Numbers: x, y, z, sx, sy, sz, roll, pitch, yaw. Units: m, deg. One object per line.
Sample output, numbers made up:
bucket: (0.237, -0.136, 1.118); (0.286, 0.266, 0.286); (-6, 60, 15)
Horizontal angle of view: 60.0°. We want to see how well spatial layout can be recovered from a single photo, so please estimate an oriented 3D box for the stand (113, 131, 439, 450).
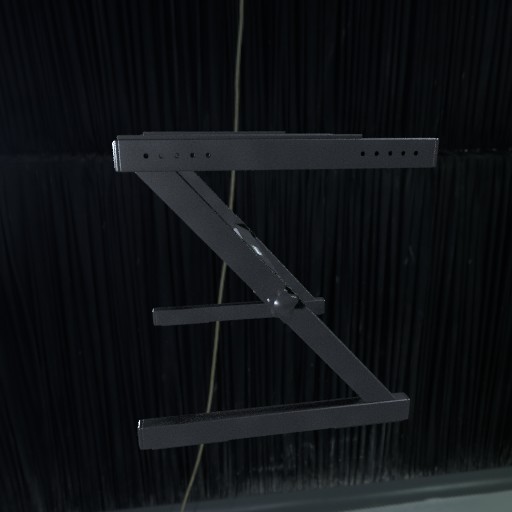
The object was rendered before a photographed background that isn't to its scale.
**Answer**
stand: (0.000, 0.000, 1.152); (0.586, 0.617, 0.700); (-3, 16, -9)
